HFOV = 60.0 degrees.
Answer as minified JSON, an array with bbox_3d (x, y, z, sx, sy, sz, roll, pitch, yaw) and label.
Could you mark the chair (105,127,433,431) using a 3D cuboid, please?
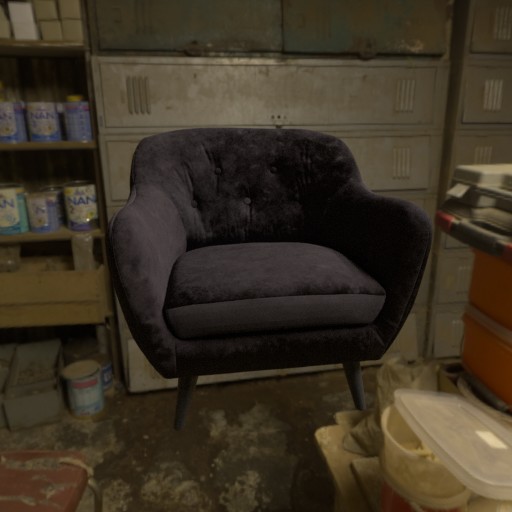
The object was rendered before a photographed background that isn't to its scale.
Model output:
[{"bbox_3d":[0.000,0.000,1.484,0.840,0.807,0.819,-3,18,-9],"label":"chair"}]
